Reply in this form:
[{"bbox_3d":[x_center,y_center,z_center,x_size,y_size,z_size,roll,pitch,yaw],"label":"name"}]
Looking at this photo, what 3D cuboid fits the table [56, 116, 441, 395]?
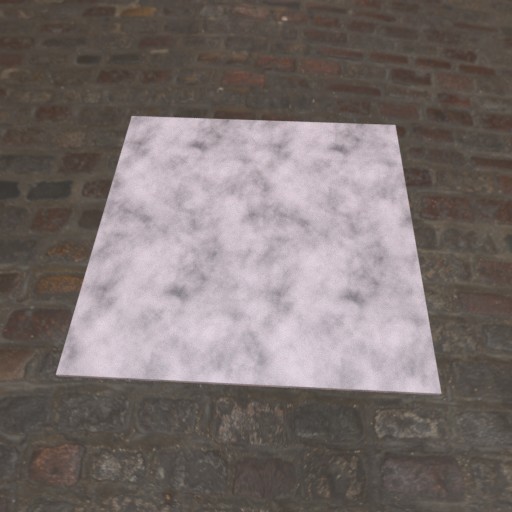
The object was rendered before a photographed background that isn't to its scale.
[{"bbox_3d":[0.000,0.000,1.386,0.890,0.305,0.890,2,58,2],"label":"table"}]
